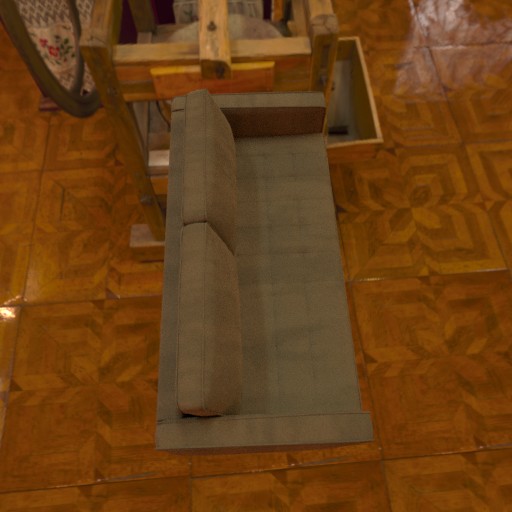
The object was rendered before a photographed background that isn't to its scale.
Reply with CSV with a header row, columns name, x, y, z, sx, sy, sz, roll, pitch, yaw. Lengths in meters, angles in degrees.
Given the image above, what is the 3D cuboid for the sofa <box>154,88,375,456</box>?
name,x,y,z,sx,sy,sz,roll,pitch,yaw
sofa,0.000,0.000,2.368,0.924,0.825,1.920,-2,65,-1
